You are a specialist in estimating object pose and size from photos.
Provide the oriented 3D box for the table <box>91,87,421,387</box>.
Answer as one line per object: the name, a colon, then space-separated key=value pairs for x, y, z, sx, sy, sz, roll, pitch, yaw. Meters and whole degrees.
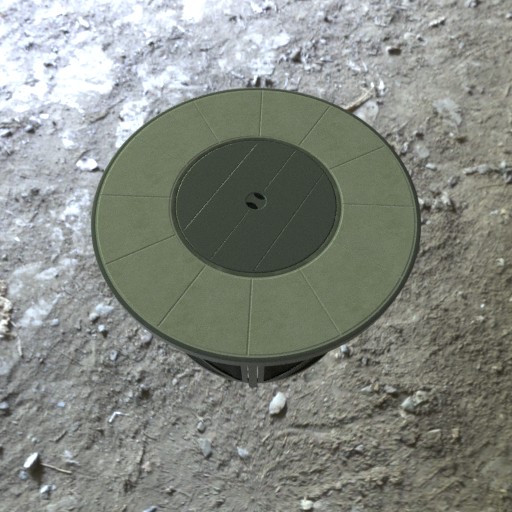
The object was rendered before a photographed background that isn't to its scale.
table: x=0.000 y=0.000 z=1.531 sx=0.914 sy=0.650 sz=0.914 roll=0 pitch=62 yaw=0
